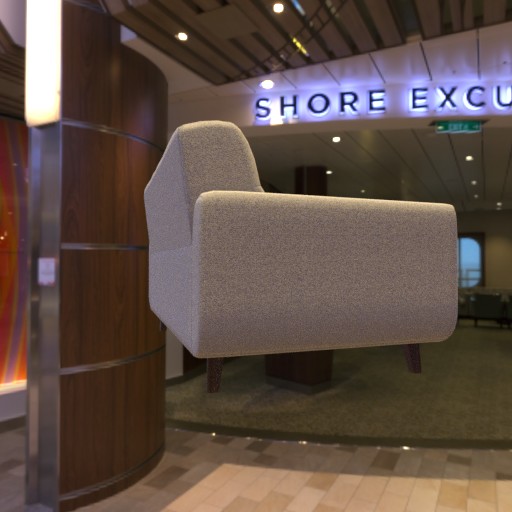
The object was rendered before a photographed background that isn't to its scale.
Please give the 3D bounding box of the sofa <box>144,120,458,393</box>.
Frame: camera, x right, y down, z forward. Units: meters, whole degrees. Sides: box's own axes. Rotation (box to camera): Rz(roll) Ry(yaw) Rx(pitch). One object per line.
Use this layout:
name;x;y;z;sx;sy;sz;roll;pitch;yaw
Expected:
sofa;0.000;0.000;2.189;0.980;0.892;1.655;0;-1;-18
